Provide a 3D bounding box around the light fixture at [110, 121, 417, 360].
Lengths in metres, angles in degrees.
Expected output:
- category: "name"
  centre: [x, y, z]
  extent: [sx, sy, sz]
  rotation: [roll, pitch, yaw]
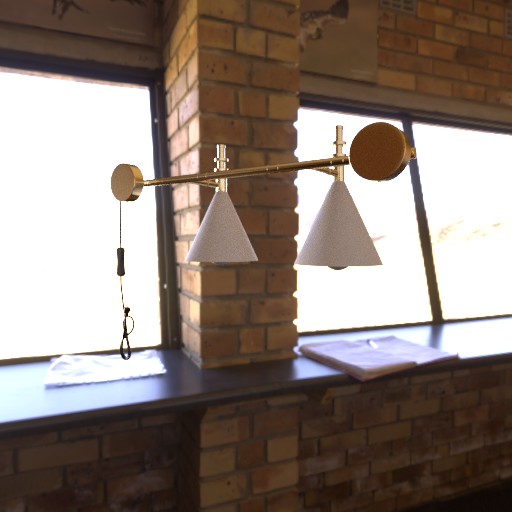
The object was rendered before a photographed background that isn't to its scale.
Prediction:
- category: "light fixture"
  centre: [0.000, 0.000, 0.854]
  extent: [0.642, 0.468, 0.239]
  rotation: [1, 2, 36]
